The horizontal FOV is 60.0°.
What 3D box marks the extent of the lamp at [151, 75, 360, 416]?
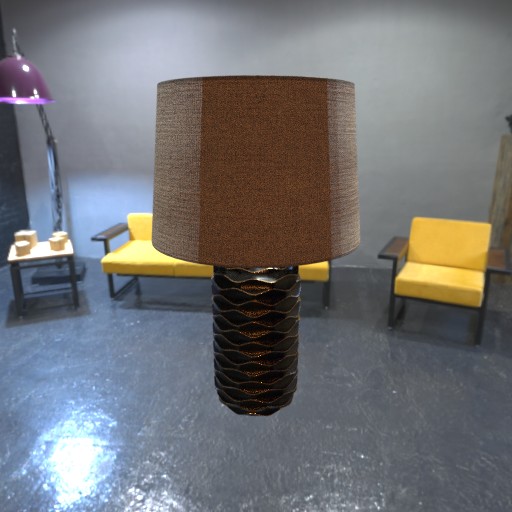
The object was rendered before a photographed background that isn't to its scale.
[{"bbox_3d":[0.000,0.000,0.827,0.376,0.594,0.376,0,16,0],"label":"lamp"}]
